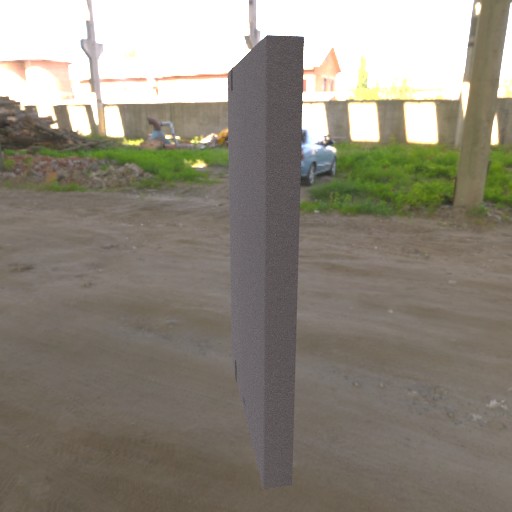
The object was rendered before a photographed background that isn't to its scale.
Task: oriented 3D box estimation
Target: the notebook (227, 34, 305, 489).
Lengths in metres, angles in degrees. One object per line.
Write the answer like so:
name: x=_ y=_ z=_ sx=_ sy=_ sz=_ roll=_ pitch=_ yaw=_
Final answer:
notebook: x=0.000 y=0.000 z=0.259 sx=0.016 sy=0.213 sz=0.127 roll=-3 pitch=17 yaw=-10
